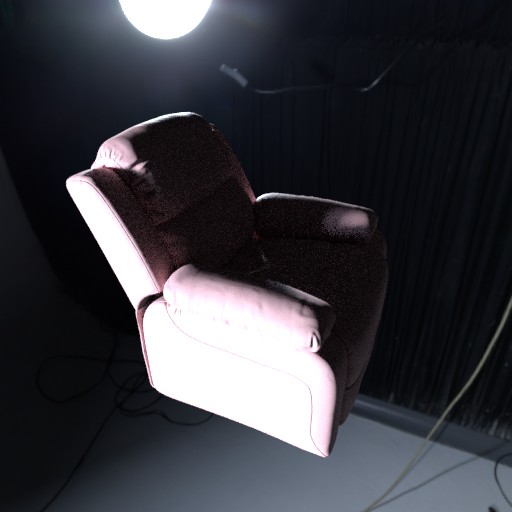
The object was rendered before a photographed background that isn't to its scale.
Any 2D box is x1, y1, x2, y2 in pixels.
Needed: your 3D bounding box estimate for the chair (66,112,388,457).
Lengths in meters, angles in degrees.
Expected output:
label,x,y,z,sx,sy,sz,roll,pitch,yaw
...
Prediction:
label,x,y,z,sx,sy,sz,roll,pitch,yaw
chair,0.000,0.000,1.247,0.709,0.702,0.680,12,31,20
